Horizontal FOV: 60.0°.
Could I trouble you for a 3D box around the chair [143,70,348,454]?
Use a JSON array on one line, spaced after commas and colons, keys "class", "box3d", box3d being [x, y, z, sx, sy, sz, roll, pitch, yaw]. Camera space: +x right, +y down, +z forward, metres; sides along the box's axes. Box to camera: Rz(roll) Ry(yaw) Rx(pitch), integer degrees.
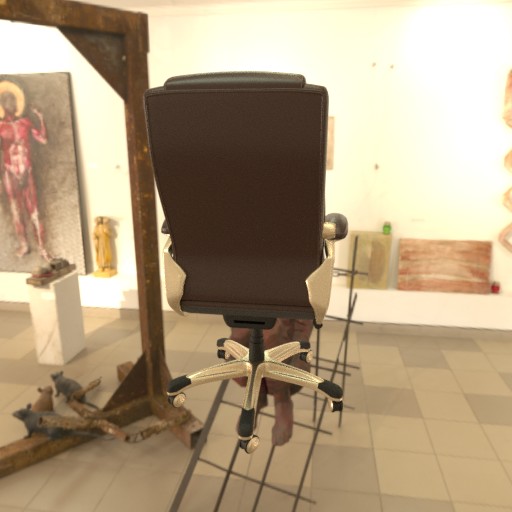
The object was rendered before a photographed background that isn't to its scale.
[{"class": "chair", "box3d": [0.000, 0.000, 1.645, 0.692, 1.194, 0.749, 2, 15, 8]}]
